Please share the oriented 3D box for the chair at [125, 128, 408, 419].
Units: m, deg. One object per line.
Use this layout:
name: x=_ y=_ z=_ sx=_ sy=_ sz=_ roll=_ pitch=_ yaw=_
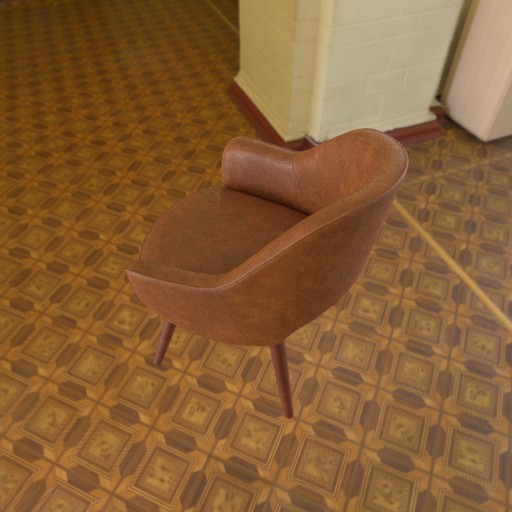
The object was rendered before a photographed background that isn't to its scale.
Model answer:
chair: x=0.000 y=0.000 z=1.228 sx=0.640 sy=0.777 sz=0.591 roll=17 pitch=49 yaw=15
